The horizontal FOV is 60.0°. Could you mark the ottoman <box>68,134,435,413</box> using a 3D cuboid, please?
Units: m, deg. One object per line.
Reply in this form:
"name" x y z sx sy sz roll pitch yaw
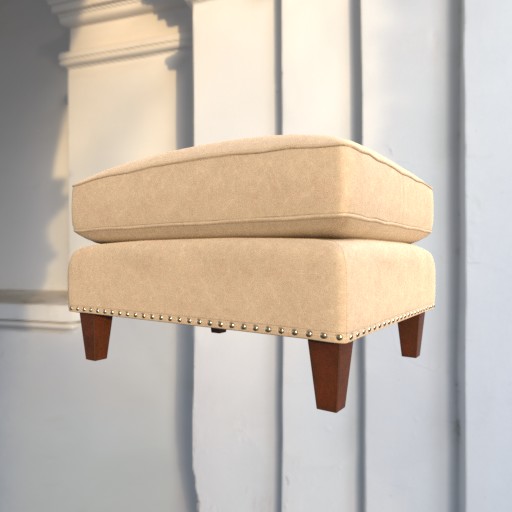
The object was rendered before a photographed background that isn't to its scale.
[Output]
"ottoman" 0.000 0.000 1.120 0.741 0.513 0.584 0 0 35
